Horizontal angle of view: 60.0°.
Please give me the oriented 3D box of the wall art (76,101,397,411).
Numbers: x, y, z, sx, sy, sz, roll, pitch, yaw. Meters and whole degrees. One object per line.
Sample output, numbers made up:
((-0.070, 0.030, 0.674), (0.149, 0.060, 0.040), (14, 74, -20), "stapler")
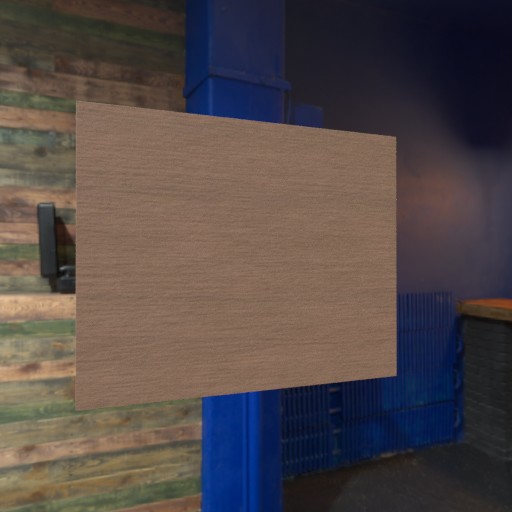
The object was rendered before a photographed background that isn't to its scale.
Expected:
((0.000, 0.000, 0.675), (0.508, 0.408, 0.010), (0, 0, -20), "wall art")
